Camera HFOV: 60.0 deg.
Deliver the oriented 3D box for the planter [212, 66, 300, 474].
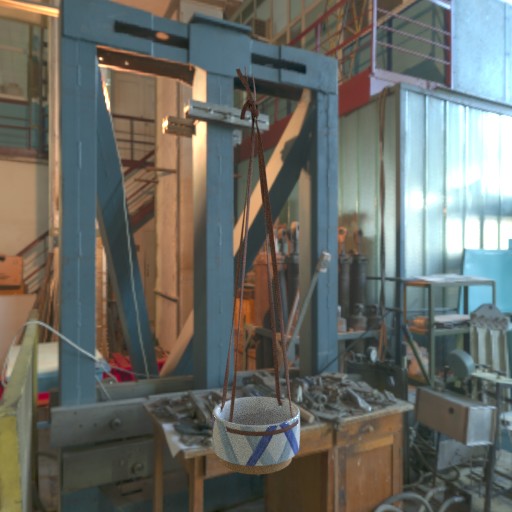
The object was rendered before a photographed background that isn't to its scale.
[{"bbox_3d":[0.000,0.000,0.828,0.166,0.751,0.166,0,0,18],"label":"planter"}]
